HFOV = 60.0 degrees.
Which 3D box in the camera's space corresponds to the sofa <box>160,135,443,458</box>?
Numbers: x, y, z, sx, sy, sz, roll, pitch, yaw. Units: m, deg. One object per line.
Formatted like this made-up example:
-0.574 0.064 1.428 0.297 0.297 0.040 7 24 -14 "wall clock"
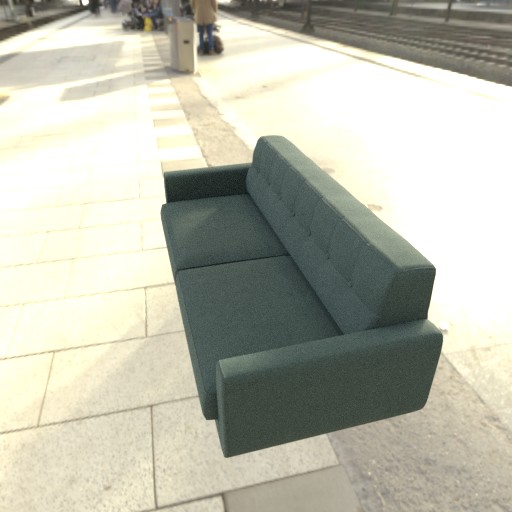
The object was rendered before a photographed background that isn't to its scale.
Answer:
0.000 0.000 2.455 0.909 0.841 2.029 -8 32 -13 "sofa"
